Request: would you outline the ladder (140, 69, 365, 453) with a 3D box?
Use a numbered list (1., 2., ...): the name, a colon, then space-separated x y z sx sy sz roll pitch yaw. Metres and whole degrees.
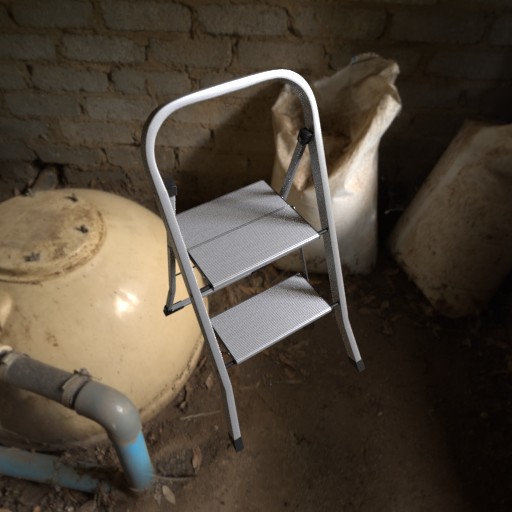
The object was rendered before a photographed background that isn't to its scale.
1. ladder: 0.000 0.000 1.128 0.465 0.830 0.530 -26 53 -21
